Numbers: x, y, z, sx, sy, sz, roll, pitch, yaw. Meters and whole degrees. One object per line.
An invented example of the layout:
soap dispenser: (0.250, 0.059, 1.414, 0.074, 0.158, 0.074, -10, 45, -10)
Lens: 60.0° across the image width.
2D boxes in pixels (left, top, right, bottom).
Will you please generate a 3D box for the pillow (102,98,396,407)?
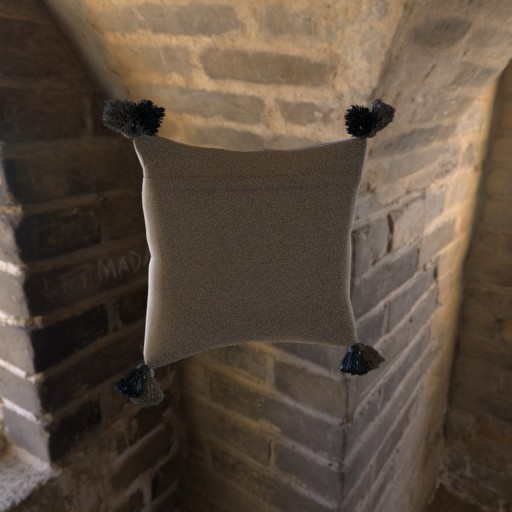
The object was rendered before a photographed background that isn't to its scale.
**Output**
pillow: (0.000, 0.000, 0.933, 0.614, 0.634, 0.138, -3, 15, -10)
